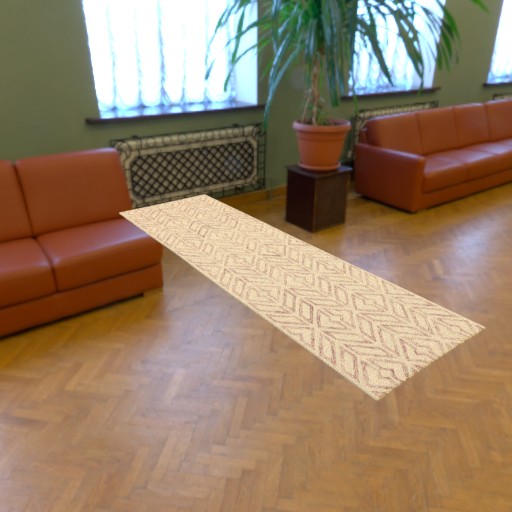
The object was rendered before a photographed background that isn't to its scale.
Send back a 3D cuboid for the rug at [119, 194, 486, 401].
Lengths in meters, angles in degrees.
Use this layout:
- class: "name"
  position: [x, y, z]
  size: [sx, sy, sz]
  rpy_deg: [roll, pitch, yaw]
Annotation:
- class: "rug"
  position: [0.000, 0.000, 2.659]
  size: [0.750, 0.009, 2.435]
  rpy_deg: [-18, 31, -33]
